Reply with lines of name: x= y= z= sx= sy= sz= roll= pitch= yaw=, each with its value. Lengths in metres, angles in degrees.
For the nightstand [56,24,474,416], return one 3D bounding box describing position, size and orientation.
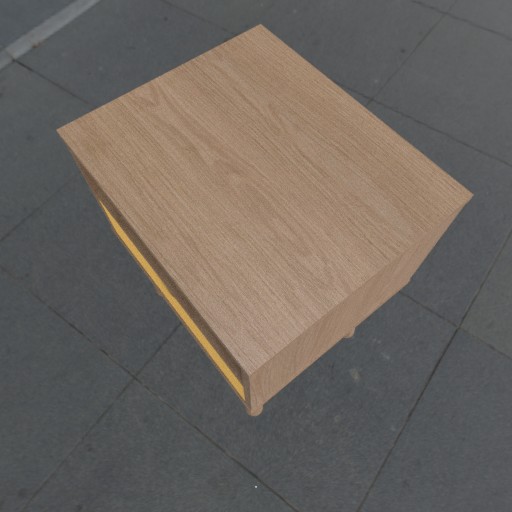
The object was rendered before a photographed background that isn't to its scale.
nightstand: x=0.000 y=0.000 z=0.868 sx=0.380 sy=0.571 sz=0.450 roll=-35 pitch=68 yaw=-17
